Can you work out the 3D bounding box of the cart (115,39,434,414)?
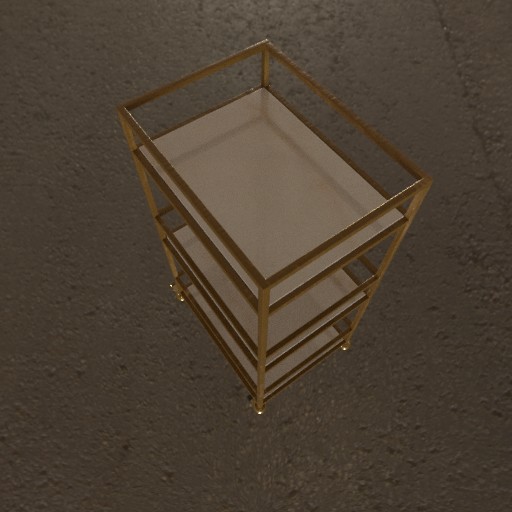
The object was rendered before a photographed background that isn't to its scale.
[{"bbox_3d":[0.000,0.000,1.014,0.332,0.761,0.483,-32,64,-17],"label":"cart"}]
